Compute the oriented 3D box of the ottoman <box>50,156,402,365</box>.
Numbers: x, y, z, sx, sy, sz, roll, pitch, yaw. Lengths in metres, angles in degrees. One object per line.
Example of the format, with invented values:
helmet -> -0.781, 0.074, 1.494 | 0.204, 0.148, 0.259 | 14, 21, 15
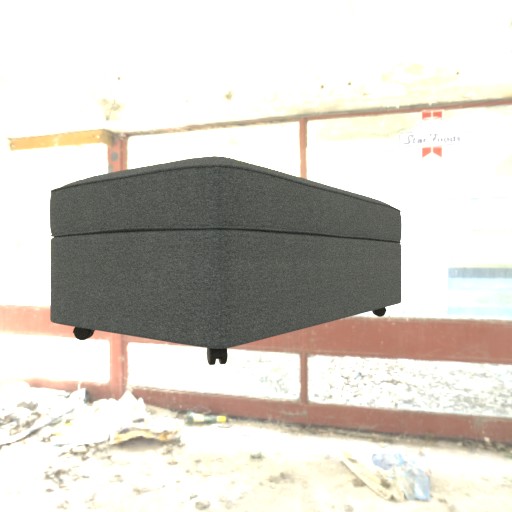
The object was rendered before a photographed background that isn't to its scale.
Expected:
ottoman -> 0.000, 0.000, 1.568 | 0.681, 0.494, 1.173 | 0, 0, 36
